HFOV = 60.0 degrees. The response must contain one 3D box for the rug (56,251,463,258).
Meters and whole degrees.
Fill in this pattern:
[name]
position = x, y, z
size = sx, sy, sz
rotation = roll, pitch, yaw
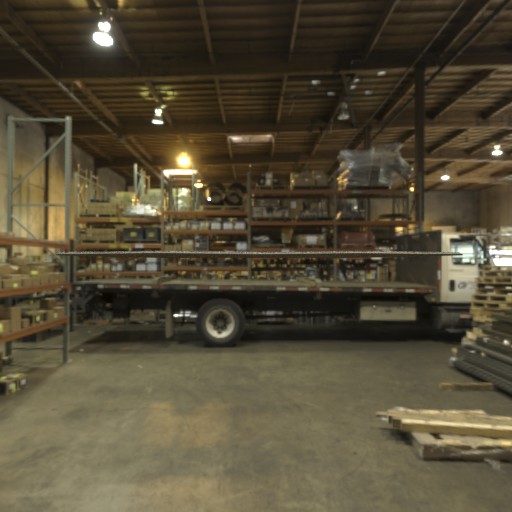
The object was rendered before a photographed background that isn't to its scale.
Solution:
[rug]
position = 0.000, 0.000, 3.865
size = 2.158, 0.024, 3.063
rotation = 0, -1, -1
